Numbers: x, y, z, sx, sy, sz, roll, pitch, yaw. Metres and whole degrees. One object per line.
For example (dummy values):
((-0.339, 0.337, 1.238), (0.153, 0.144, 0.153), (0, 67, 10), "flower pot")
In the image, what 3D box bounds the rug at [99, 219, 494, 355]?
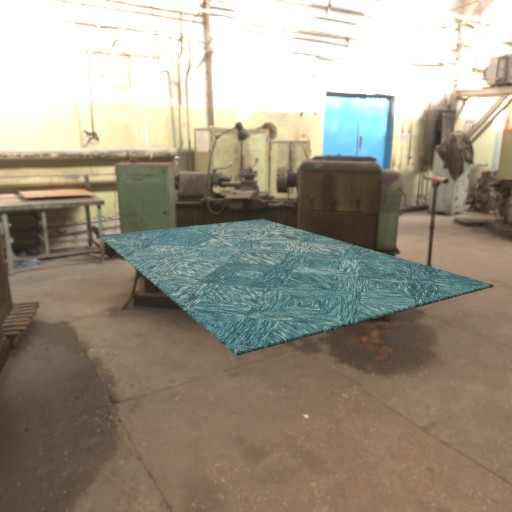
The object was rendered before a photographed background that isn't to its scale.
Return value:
((0.000, 0.000, 2.852), (1.490, 0.015, 2.277), (-8, 17, -29), "rug")
